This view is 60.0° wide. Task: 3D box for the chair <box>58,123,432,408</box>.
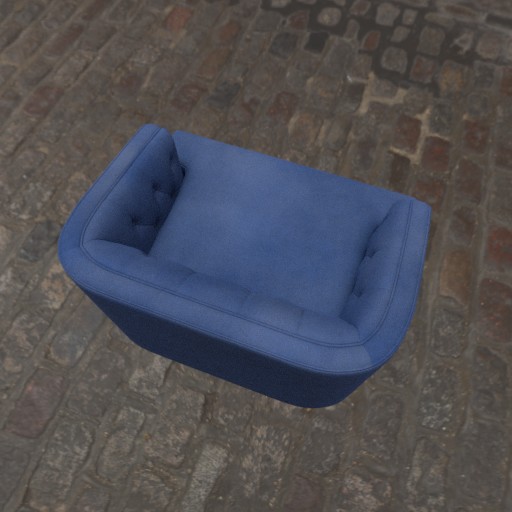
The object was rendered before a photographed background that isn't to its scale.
[{"bbox_3d":[0.000,0.000,1.738,1.118,0.787,0.914,18,64,9],"label":"chair"}]
